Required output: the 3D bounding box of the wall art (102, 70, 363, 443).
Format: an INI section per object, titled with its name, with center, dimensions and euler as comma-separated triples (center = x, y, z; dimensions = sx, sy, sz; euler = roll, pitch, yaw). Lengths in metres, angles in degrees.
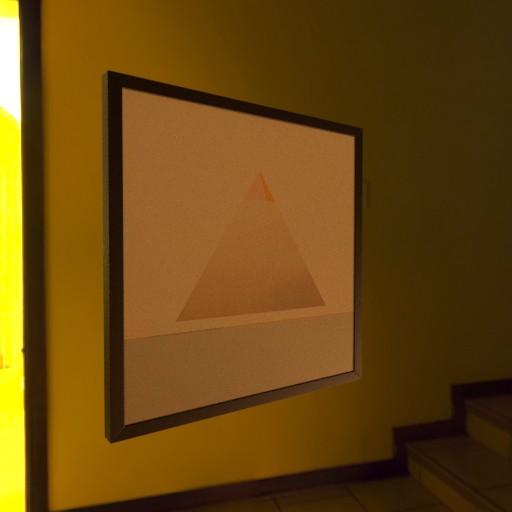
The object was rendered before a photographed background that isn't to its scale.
[wall art]
center = 0.000, 0.000, 0.766
dimensions = 0.513, 0.511, 0.028
euler = -1, 2, -36
